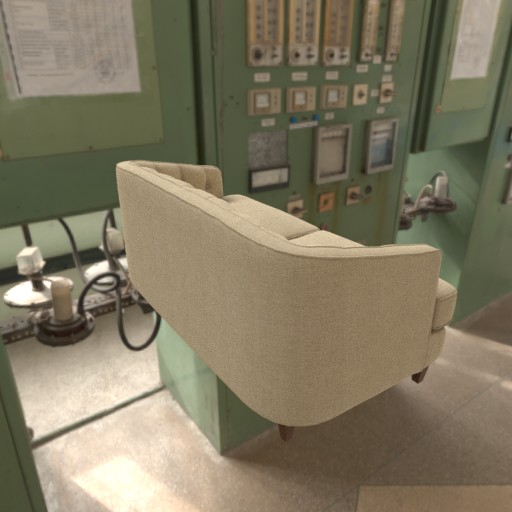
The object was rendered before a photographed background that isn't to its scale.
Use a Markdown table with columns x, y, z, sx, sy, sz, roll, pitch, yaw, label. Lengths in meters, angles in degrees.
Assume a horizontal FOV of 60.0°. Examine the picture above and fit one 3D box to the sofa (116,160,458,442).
| x | y | z | sx | sy | sz | roll | pitch | yaw | label |
| --- | --- | --- | --- | --- | --- | --- | --- | --- | --- |
| 0.000 | 0.000 | 2.271 | 0.941 | 0.855 | 1.733 | -16 | 29 | -31 | sofa |
